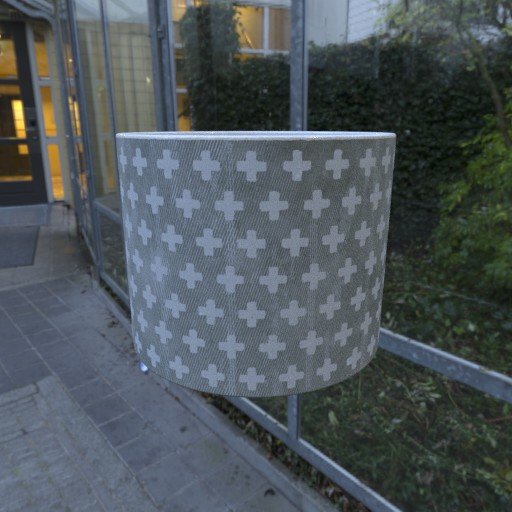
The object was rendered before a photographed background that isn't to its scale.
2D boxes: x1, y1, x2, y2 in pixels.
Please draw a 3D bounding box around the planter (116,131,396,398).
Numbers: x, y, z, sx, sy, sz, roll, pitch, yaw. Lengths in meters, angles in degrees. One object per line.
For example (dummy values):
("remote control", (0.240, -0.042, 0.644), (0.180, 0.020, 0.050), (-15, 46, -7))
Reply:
("planter", (0.000, 0.000, 0.446), (0.250, 0.239, 0.250), (0, 16, 0))
